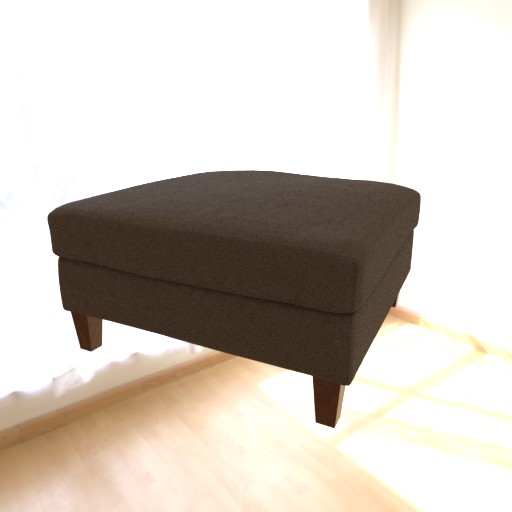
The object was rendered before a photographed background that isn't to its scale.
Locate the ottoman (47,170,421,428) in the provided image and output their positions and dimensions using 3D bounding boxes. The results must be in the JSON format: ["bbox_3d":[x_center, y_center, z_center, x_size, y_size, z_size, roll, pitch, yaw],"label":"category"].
[{"bbox_3d":[0.000,0.000,1.431,0.881,0.482,0.861,9,20,26],"label":"ottoman"}]
